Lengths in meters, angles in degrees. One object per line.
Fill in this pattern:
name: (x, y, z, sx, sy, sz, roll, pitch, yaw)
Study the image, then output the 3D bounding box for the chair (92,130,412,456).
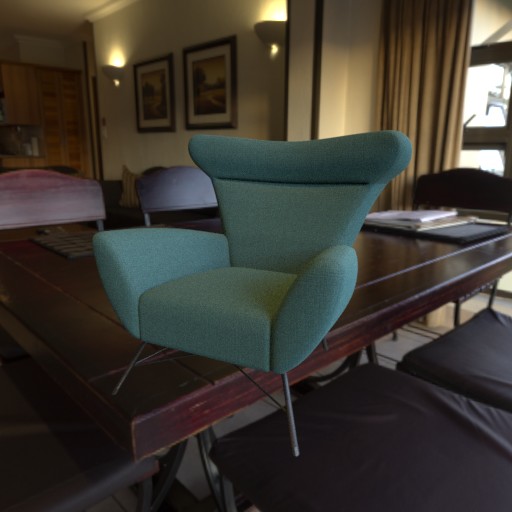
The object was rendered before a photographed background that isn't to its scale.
chair: (0.000, 0.000, 1.787, 1.050, 0.980, 0.900, 7, 15, 27)
